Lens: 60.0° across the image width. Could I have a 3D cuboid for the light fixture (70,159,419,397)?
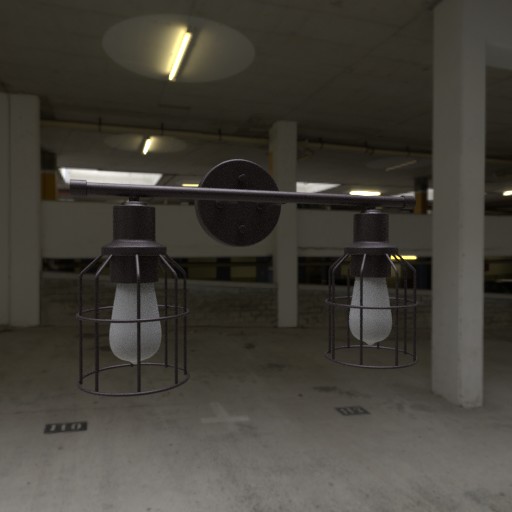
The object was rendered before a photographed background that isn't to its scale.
[{"bbox_3d":[0.000,0.000,0.530,0.406,0.254,0.165,0,1,-19],"label":"light fixture"}]
